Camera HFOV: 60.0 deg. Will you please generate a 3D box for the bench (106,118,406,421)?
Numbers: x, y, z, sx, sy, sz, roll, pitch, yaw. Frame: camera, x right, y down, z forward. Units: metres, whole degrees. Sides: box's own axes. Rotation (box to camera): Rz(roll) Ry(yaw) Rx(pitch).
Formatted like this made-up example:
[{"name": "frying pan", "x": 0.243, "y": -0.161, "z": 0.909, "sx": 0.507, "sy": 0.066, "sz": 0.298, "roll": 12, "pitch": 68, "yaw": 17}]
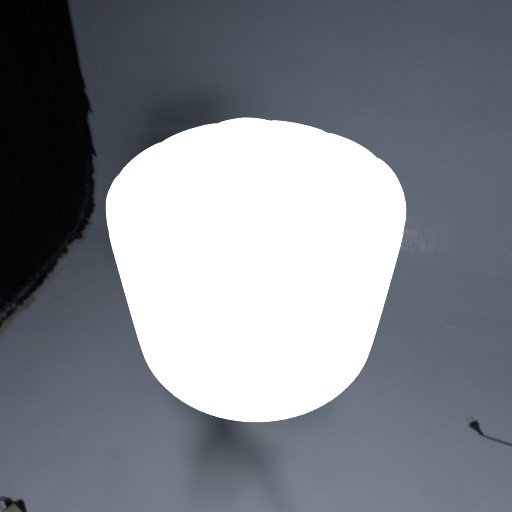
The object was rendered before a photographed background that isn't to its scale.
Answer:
[{"name": "bench", "x": 0.000, "y": 0.000, "z": 1.022, "sx": 0.600, "sy": 0.453, "sz": 0.600, "roll": 0, "pitch": 42, "yaw": 0}]
